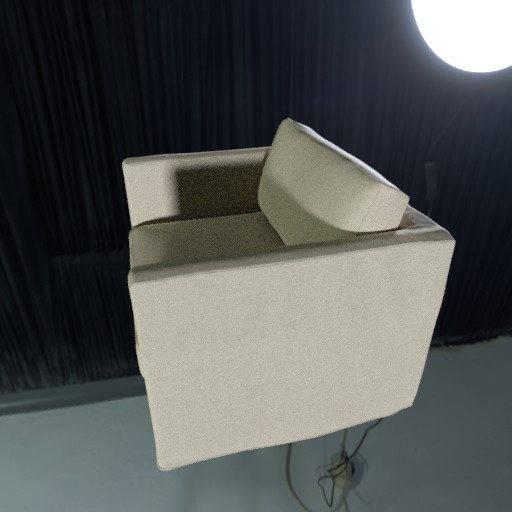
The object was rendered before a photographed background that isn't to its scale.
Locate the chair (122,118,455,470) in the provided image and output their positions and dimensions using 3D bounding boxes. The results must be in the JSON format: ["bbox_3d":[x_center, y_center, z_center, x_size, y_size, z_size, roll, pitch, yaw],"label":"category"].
[{"bbox_3d":[0.000,0.000,1.721,0.949,0.867,1.057,-8,31,-13],"label":"chair"}]
